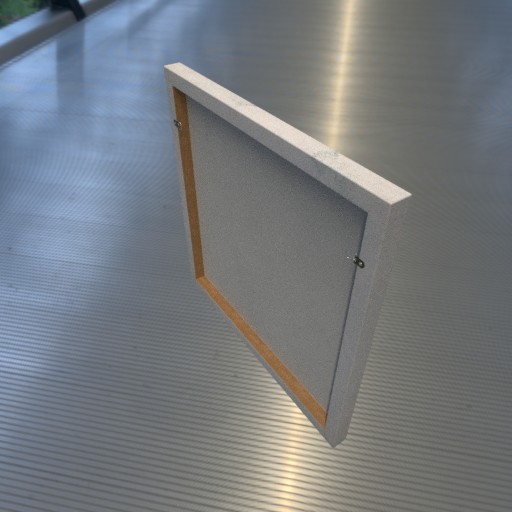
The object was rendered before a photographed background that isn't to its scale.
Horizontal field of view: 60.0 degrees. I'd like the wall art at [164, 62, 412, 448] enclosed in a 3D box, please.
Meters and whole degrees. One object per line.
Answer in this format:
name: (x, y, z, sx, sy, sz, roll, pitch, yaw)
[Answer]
wall art: (0.000, 0.000, 0.922, 0.040, 0.612, 0.612, -24, 46, -26)
